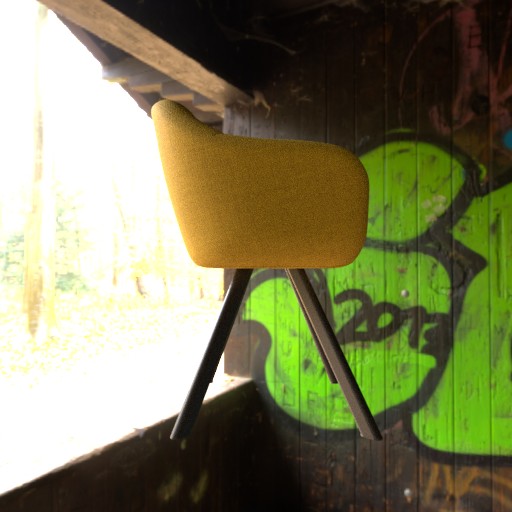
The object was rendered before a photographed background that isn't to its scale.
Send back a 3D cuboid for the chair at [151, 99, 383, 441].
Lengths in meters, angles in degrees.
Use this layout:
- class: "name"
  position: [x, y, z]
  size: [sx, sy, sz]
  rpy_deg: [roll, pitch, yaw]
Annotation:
- class: "chair"
  position: [0.000, 0.000, 1.198]
  size: [0.550, 0.795, 0.590]
  rpy_deg: [0, -1, 1]
